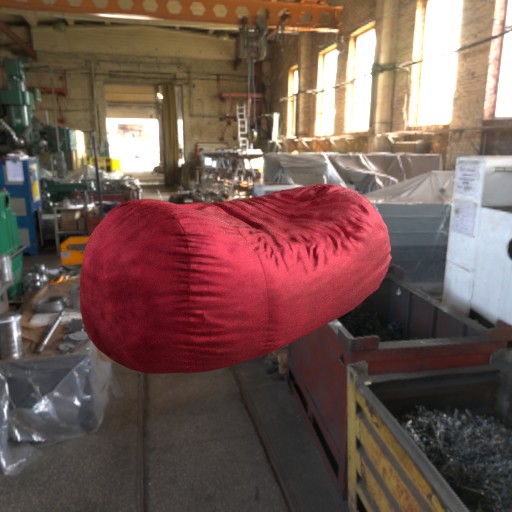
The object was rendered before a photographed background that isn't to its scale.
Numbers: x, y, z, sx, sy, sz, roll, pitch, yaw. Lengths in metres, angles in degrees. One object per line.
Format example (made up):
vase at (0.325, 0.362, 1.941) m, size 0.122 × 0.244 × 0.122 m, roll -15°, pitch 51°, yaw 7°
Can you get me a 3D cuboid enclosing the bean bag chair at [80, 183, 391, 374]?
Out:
bean bag chair at (0.000, 0.000, 2.924) m, size 1.216 × 0.867 × 2.293 m, roll 12°, pitch 18°, yaw 41°
